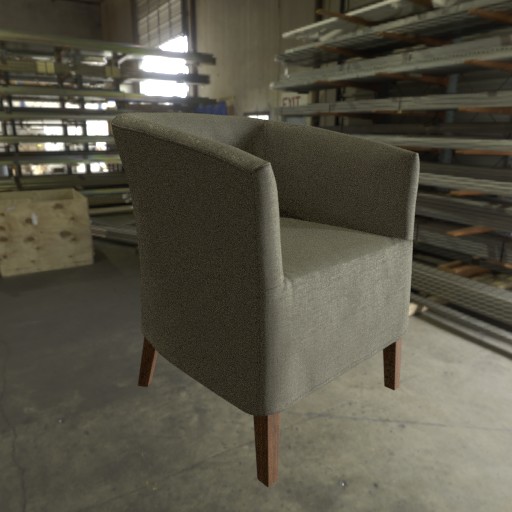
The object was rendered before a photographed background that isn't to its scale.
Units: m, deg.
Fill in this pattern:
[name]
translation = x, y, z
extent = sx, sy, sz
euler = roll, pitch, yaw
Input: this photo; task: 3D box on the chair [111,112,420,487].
[chair]
translation = 0.000, 0.000, 1.225
extent = 0.600, 0.771, 0.668
euler = -15, 21, -42
